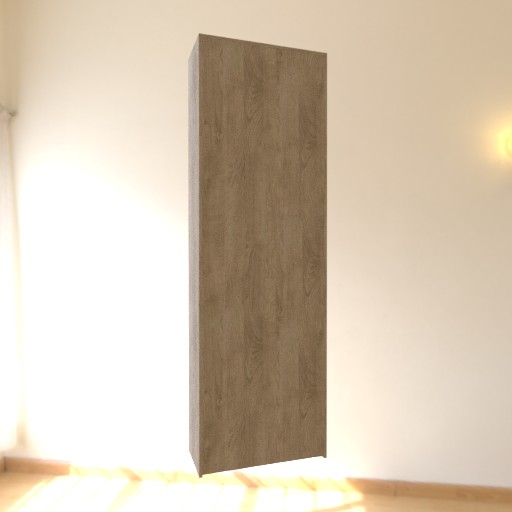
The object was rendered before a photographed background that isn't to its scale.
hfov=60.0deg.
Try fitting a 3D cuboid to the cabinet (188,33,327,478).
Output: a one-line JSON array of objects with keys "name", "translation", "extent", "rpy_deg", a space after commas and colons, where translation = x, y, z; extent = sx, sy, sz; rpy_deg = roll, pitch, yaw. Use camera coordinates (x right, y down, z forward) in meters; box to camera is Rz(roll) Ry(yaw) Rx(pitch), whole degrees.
[{"name": "cabinet", "translation": [0.000, 0.000, 1.822], "extent": [0.520, 1.630, 0.250], "rpy_deg": [0, 0, -18]}]
